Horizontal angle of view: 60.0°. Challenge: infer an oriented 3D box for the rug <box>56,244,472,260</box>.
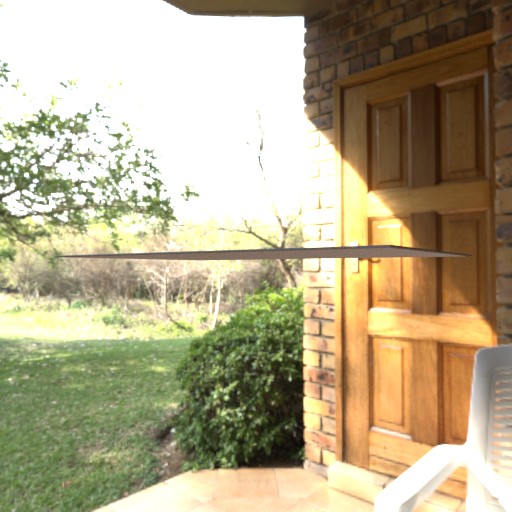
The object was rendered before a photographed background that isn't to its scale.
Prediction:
[{"bbox_3d":[0.000,0.000,3.059,2.438,0.012,1.524,-1,-2,36],"label":"rug"}]
